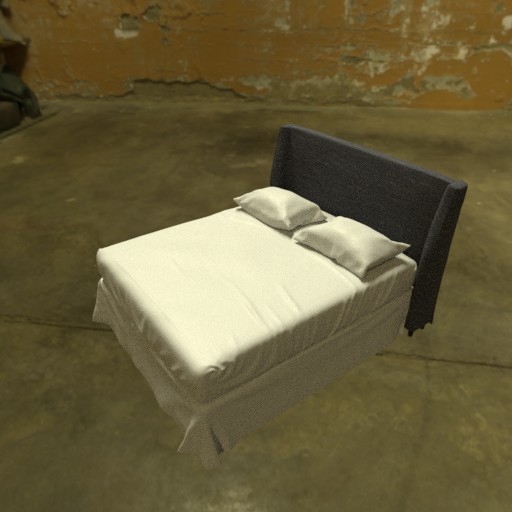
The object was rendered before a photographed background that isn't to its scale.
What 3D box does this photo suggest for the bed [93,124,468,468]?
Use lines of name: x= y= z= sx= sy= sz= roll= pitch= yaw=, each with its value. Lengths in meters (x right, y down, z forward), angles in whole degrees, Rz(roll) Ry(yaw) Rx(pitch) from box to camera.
bed: x=0.000 y=0.000 z=3.470 sx=2.276 sy=1.332 sz=1.925 roll=-21 pitch=38 yaw=-30
